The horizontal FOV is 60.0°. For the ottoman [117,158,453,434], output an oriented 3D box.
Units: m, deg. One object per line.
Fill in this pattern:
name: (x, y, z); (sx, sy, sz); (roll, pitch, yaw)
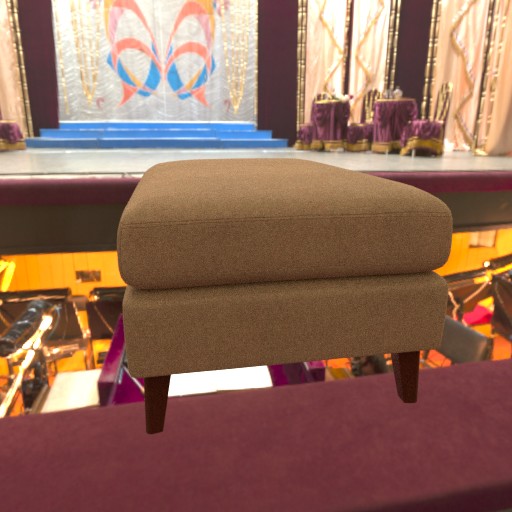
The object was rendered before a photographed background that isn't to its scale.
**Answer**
ottoman: (0.000, 0.000, 1.180); (0.610, 0.478, 0.823); (-3, 17, -10)
